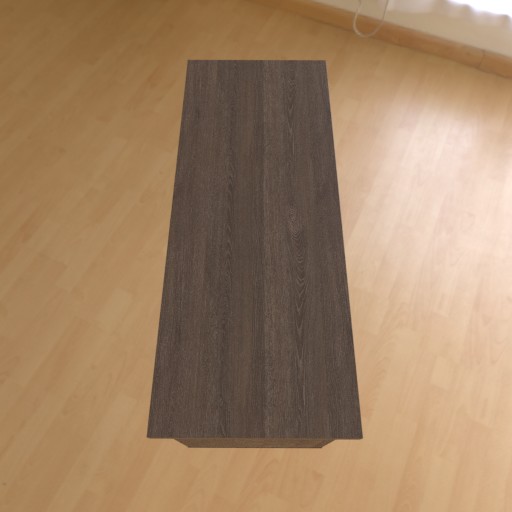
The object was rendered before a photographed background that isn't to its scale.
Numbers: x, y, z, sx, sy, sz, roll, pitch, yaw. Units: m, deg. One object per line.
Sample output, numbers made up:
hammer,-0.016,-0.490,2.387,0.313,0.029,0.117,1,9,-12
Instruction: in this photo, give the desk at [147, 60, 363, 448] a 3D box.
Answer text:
desk,0.000,0.000,1.914,0.600,0.760,1.524,0,63,0
